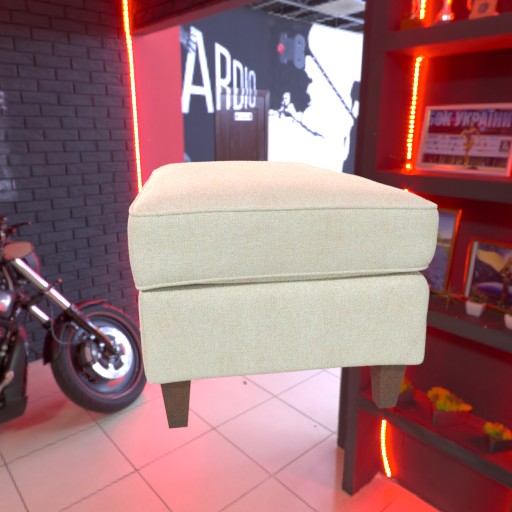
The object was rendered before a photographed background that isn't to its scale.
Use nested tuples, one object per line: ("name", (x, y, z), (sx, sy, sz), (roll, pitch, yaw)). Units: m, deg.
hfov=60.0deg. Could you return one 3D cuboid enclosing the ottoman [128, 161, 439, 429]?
("ottoman", (0.000, 0.000, 1.223), (0.583, 0.484, 0.862), (-3, 16, -9))
